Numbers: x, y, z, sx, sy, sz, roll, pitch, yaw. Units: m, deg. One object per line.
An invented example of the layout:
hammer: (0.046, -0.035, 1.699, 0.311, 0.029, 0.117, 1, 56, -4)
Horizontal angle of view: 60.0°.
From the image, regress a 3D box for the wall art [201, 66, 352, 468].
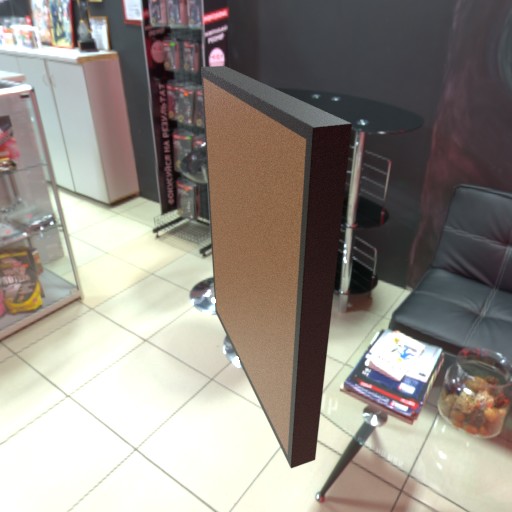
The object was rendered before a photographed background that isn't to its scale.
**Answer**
wall art: (0.000, 0.000, 0.511, 0.030, 0.369, 0.294, -11, 32, -18)
